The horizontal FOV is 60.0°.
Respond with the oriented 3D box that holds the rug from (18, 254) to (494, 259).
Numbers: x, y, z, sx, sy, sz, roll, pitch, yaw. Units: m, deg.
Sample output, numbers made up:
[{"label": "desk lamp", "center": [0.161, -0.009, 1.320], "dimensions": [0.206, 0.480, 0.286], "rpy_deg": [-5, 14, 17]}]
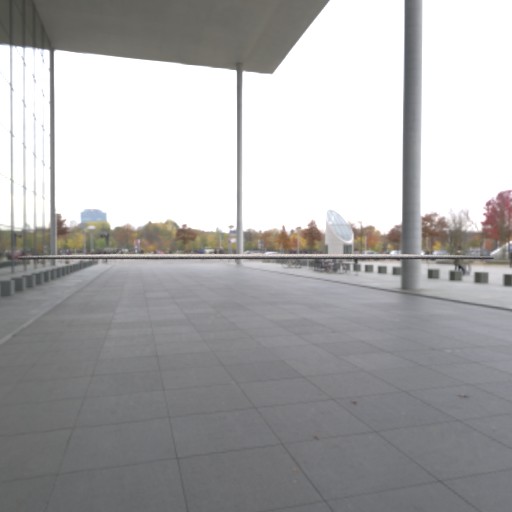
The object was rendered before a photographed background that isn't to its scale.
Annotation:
[{"label": "rug", "center": [0.000, 0.000, 3.024], "dimensions": [2.438, 0.015, 1.524], "rpy_deg": [0, 1, 0]}]
